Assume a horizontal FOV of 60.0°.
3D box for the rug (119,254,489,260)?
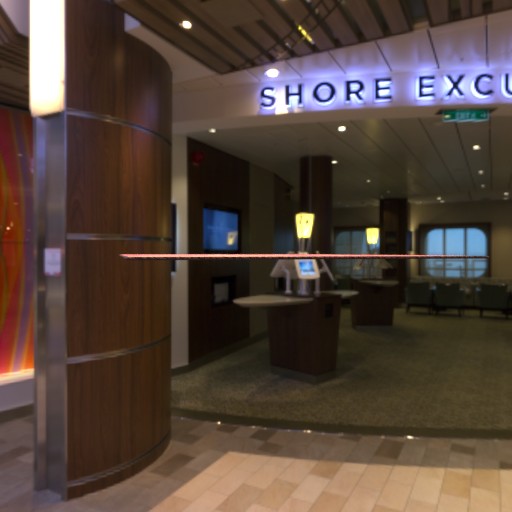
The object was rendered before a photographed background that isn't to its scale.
[{"bbox_3d":[0.000,0.000,4.128,2.411,0.020,3.032,0,0,-18],"label":"rug"}]
